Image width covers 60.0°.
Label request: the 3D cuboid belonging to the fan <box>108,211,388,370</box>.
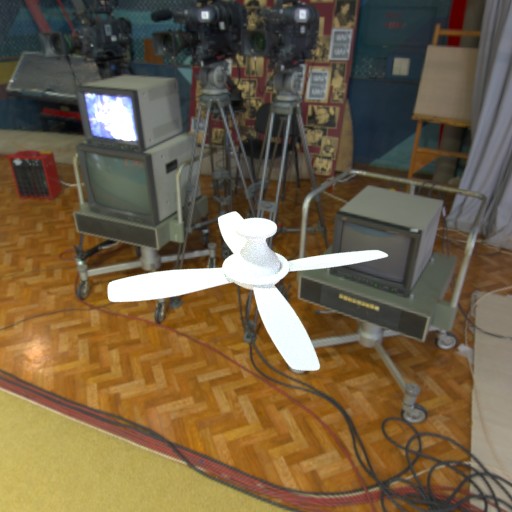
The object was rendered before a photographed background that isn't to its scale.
[{"bbox_3d":[0.000,0.000,2.585,1.693,0.382,1.694,-8,31,-13],"label":"fan"}]
